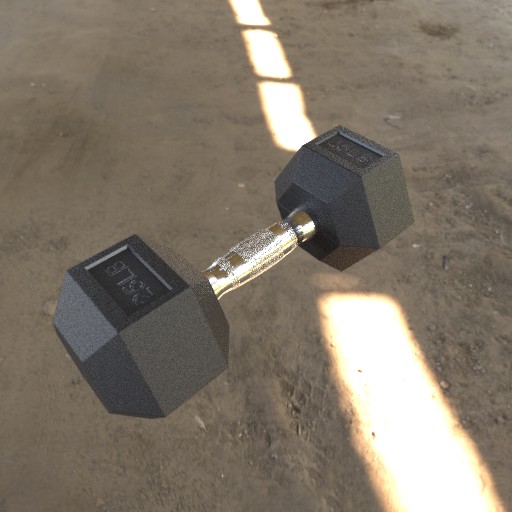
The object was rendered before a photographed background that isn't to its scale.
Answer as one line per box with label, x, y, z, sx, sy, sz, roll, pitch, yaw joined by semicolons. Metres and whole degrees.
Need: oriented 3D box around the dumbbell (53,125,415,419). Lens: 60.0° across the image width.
dumbbell;0.000;0.000;0.370;0.315;0.113;0.129;-33;54;-28
